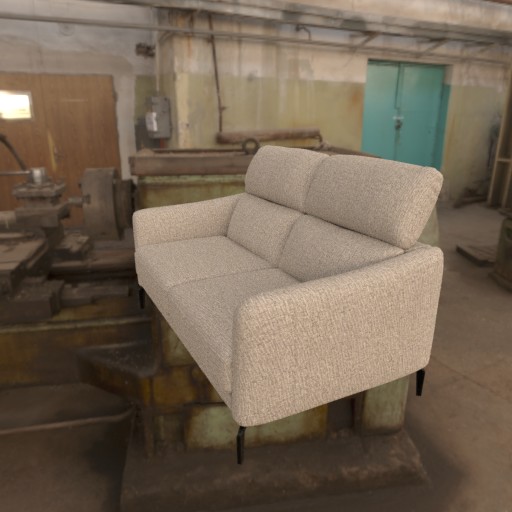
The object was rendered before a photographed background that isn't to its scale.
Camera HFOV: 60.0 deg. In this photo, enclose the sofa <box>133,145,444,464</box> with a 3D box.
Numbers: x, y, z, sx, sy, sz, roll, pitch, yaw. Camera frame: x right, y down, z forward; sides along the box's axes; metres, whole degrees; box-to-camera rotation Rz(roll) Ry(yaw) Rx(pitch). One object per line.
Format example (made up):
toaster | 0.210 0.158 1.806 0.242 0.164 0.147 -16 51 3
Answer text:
sofa | 0.000 0.000 2.130 0.905 0.950 1.540 -9 20 -26
